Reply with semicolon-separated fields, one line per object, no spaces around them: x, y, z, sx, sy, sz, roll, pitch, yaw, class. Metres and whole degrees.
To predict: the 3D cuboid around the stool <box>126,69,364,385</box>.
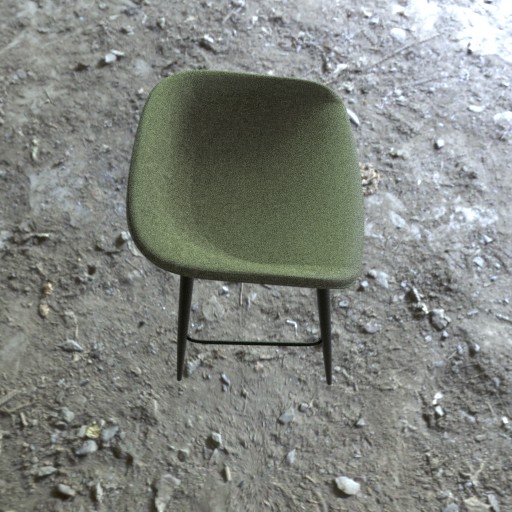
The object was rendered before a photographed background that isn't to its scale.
0.000;0.000;1.111;0.480;0.814;0.469;1;63;1;stool
